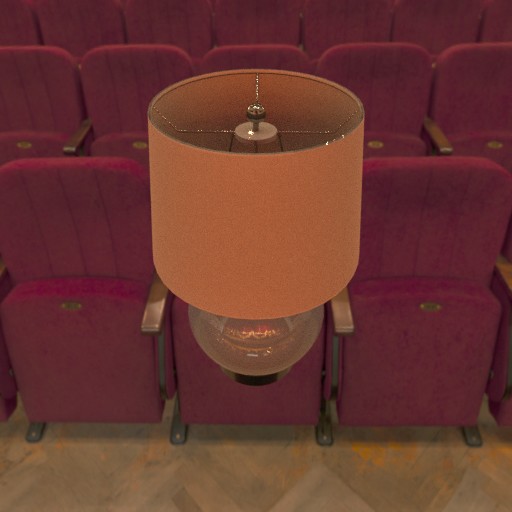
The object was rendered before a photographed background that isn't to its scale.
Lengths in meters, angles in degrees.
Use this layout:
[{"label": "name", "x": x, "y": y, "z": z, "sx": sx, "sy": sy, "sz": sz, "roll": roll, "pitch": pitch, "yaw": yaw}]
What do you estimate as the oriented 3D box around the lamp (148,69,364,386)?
[{"label": "lamp", "x": 0.000, "y": 0.000, "z": 0.552, "sx": 0.247, "sy": 0.387, "sz": 0.247, "roll": 0, "pitch": 41, "yaw": 0}]
